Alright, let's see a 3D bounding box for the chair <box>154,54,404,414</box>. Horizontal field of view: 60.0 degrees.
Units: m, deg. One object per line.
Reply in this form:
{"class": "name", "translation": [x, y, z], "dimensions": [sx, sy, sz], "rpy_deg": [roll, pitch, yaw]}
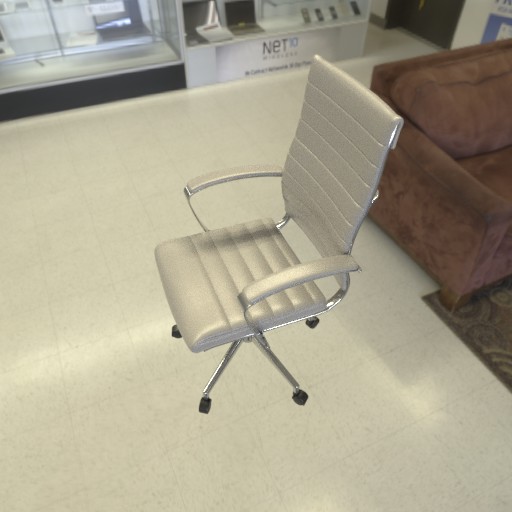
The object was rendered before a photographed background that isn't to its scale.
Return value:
{"class": "chair", "translation": [0.000, 0.000, 1.565], "dimensions": [0.667, 1.149, 0.679], "rpy_deg": [-17, 48, -16]}
